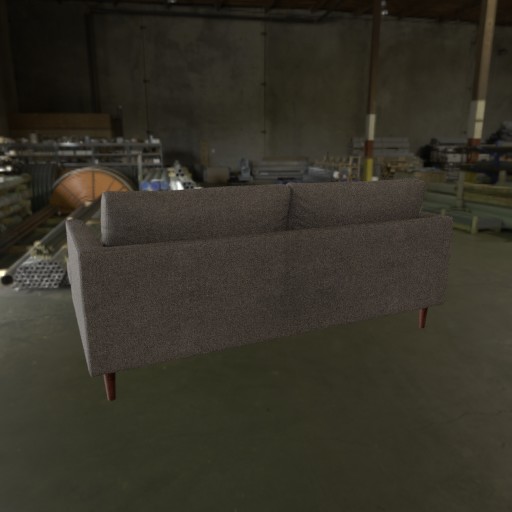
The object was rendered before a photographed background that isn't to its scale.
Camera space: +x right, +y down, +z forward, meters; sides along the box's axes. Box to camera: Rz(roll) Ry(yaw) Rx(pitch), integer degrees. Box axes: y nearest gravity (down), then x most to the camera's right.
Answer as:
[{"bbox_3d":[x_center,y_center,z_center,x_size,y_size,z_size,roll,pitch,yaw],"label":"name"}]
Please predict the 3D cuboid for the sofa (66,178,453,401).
[{"bbox_3d":[0.000,0.000,2.513,1.948,0.868,1.020,-7,16,-25],"label":"sofa"}]
